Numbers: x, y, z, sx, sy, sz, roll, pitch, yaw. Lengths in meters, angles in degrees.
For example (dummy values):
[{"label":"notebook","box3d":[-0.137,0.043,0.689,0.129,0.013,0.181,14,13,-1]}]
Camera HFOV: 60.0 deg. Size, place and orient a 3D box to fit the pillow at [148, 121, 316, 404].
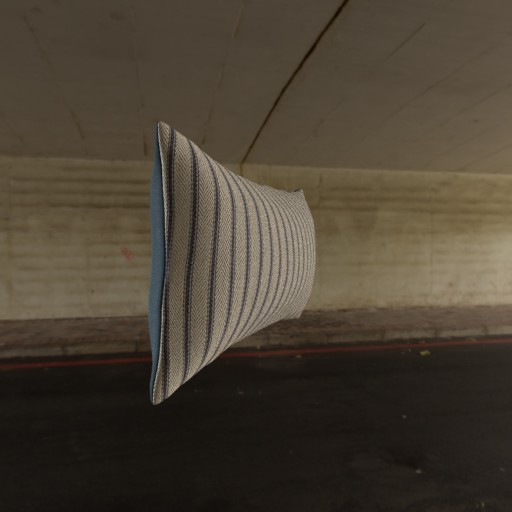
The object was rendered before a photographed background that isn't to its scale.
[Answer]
[{"label":"pillow","box3d":[0.000,0.000,0.741,0.151,0.305,0.609,0,1,20]}]
